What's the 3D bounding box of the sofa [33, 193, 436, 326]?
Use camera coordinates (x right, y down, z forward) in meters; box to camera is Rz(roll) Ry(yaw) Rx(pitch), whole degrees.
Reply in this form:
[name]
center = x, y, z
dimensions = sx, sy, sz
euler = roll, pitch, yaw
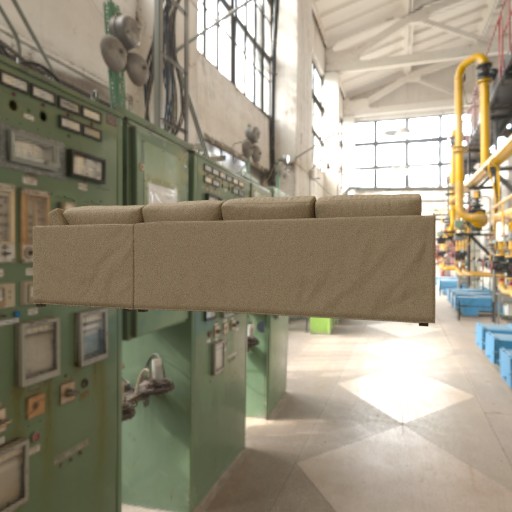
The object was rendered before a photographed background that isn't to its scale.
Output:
[sofa]
center = 0.000, 0.000, 4.348
dimensions = 3.182, 0.871, 2.432
euler = 0, 0, 19
